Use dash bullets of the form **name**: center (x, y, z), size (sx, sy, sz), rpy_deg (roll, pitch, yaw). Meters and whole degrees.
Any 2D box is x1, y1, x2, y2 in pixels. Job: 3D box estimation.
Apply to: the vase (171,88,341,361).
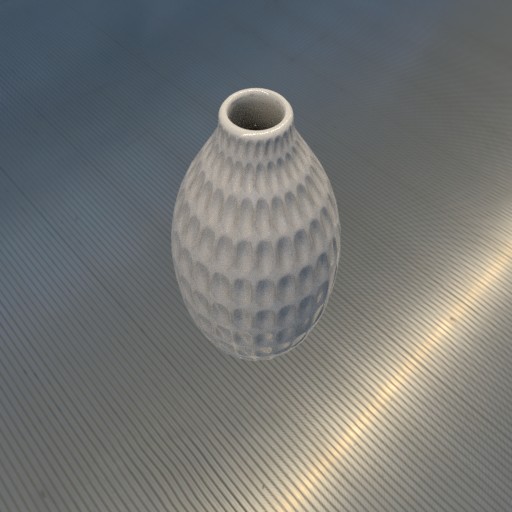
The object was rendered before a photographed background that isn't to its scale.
- **vase**: center (0.000, 0.000, 0.347), size (0.127, 0.282, 0.127), rpy_deg (0, 58, 0)
